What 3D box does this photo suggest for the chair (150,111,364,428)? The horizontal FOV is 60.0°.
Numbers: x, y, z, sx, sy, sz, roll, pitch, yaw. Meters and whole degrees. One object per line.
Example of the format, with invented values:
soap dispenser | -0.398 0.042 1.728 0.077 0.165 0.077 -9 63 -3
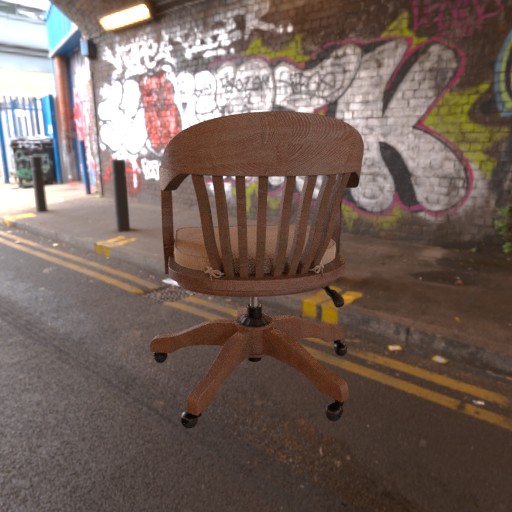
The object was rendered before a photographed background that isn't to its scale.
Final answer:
chair | 0.000 0.000 1.489 0.750 0.878 0.788 -2 14 -9
